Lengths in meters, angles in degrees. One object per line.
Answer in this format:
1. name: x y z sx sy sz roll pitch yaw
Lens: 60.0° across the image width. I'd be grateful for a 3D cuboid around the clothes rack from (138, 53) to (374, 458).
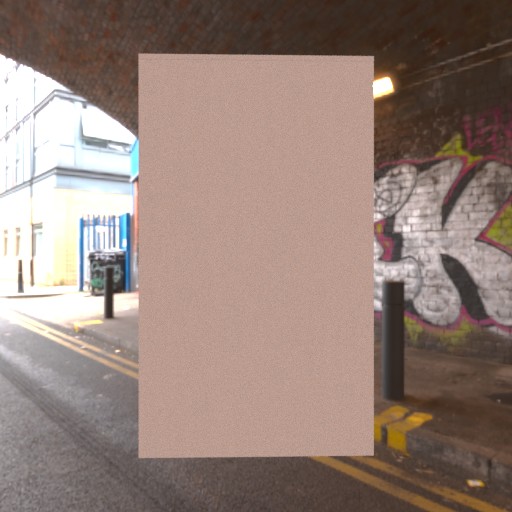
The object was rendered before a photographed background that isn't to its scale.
1. clothes rack: 0.000 0.000 1.536 0.750 1.280 0.250 0 0 -1
